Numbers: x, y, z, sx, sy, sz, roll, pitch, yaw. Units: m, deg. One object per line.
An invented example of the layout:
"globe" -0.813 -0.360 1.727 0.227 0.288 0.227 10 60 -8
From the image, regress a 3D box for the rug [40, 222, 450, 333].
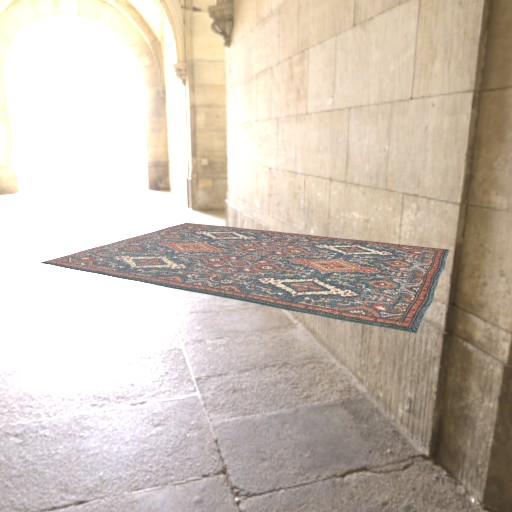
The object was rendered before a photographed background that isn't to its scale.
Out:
"rug" 0.000 0.000 3.061 2.373 0.009 1.622 8 17 26
